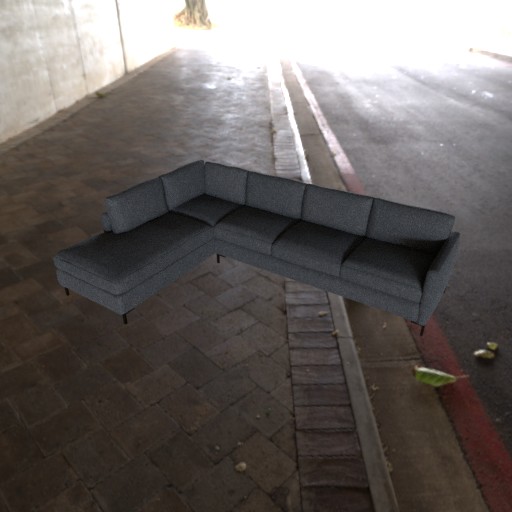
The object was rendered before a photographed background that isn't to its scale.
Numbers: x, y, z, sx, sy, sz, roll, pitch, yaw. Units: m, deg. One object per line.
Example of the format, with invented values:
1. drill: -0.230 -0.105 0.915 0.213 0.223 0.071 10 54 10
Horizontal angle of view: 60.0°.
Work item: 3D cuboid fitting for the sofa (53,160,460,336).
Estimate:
1. sofa: 0.000 0.000 3.852 2.949 0.815 2.007 18 35 28
